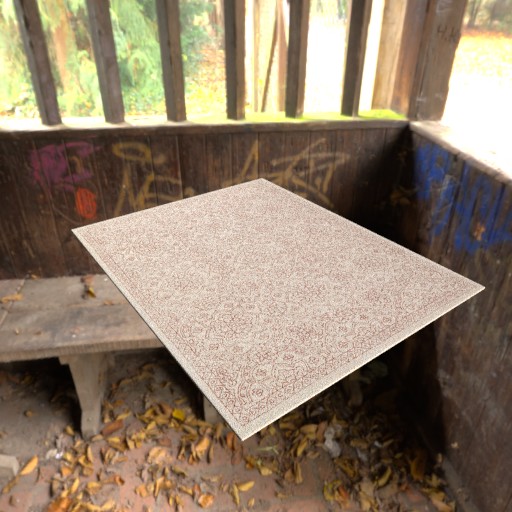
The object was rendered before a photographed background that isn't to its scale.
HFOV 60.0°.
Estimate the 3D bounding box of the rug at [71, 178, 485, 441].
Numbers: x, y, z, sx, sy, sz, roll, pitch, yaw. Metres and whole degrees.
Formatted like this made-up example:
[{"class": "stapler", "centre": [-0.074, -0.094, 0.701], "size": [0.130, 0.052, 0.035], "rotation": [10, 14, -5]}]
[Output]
[{"class": "rug", "centre": [0.000, 0.000, 4.076], "size": [2.441, 0.015, 3.050], "rotation": [-21, 37, -30]}]
